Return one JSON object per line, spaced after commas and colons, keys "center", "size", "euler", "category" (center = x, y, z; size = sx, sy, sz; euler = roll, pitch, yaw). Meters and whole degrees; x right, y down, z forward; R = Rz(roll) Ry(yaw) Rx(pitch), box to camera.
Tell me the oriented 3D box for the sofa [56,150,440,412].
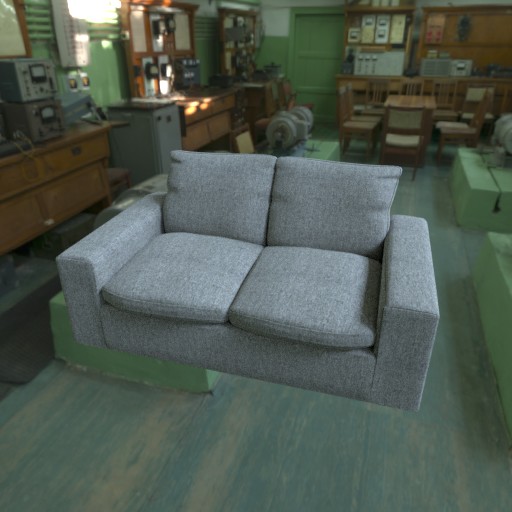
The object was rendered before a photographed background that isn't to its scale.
{"center": [0.000, 0.000, 2.376], "size": [1.758, 0.877, 1.094], "euler": [8, 28, 15], "category": "sofa"}
